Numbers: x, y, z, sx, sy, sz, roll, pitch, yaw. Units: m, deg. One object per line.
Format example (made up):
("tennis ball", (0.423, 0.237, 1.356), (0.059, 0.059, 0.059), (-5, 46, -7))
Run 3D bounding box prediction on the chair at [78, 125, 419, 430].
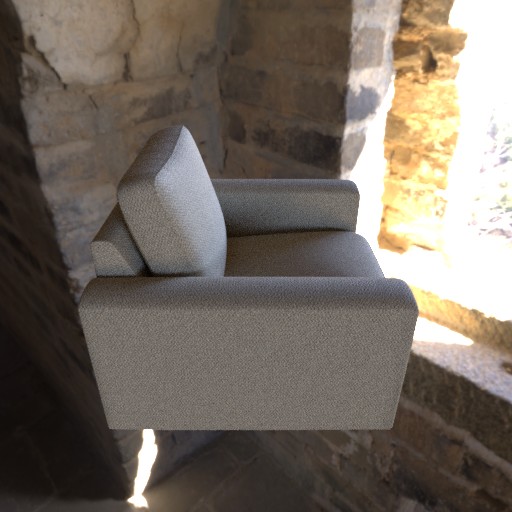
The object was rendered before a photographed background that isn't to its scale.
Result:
("chair", (0.000, 0.000, 1.738), (1.016, 0.873, 1.005), (0, 31, 0))
